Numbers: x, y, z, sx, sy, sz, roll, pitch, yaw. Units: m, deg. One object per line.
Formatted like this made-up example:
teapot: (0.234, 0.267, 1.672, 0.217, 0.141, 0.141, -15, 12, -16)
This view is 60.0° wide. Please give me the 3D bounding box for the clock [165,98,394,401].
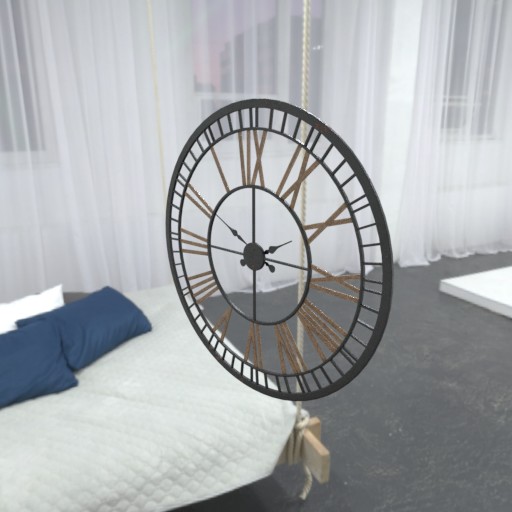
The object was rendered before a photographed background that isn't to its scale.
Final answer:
clock: (0.000, 0.000, 1.258, 0.843, 0.843, 0.025, 14, 21, 42)
